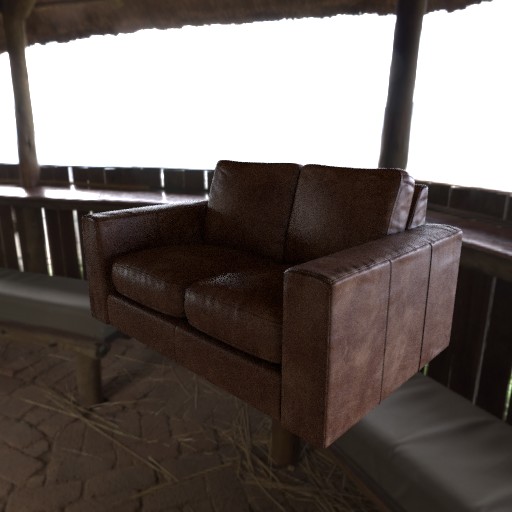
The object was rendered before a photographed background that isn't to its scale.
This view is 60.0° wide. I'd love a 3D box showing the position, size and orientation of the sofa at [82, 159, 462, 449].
[{"bbox_3d":[0.000,0.000,2.225,1.626,0.889,1.041,14,21,42],"label":"sofa"}]
